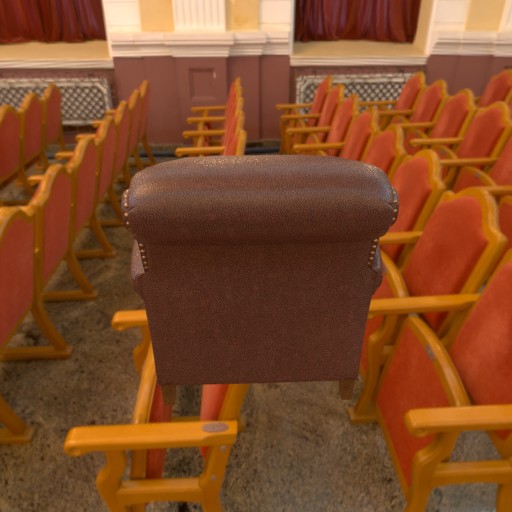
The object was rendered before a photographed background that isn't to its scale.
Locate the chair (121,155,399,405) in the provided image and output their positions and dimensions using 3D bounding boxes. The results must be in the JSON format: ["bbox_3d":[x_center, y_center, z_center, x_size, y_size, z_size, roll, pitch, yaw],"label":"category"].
[{"bbox_3d":[0.000,0.000,1.634,0.854,0.927,0.890,-1,30,-2],"label":"chair"}]
